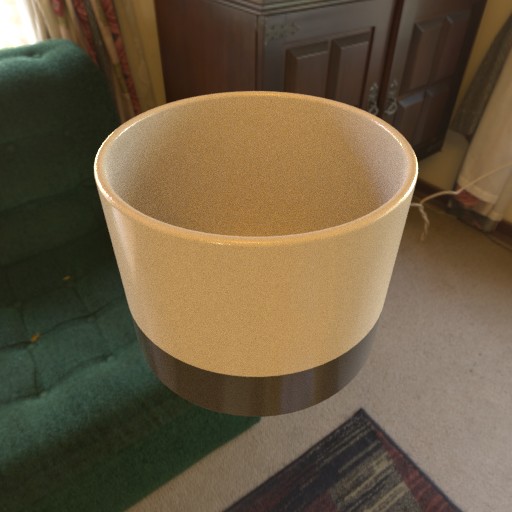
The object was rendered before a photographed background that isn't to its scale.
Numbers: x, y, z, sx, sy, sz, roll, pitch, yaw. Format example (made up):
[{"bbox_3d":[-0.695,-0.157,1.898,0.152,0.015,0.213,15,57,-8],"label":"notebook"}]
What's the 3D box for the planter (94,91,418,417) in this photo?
[{"bbox_3d":[0.000,0.000,0.329,0.193,0.177,0.193,0,40,0],"label":"planter"}]
